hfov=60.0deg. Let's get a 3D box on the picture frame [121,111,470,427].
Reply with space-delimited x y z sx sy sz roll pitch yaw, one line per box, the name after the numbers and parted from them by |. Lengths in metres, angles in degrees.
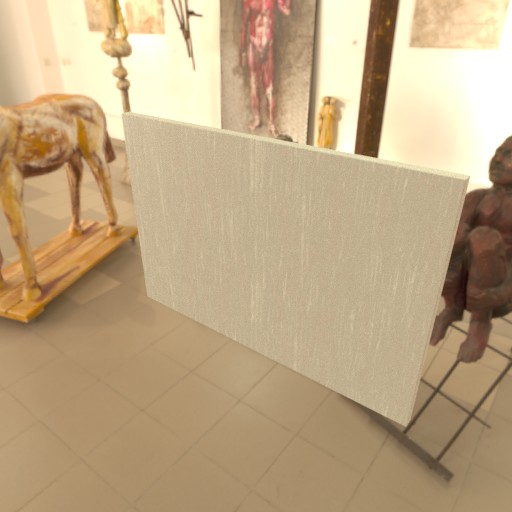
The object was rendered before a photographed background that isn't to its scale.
0.000 0.000 1.199 0.950 0.640 0.029 20 35 31 | picture frame
